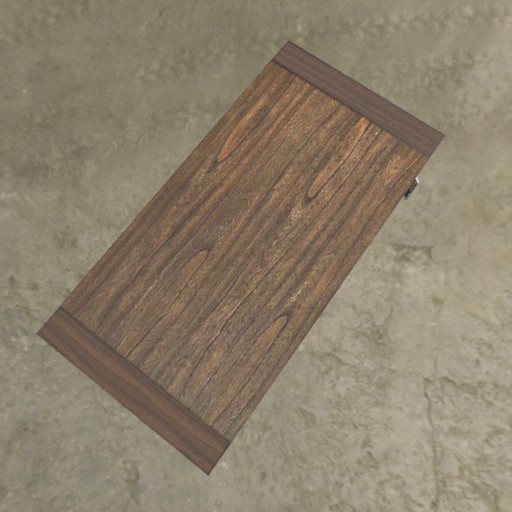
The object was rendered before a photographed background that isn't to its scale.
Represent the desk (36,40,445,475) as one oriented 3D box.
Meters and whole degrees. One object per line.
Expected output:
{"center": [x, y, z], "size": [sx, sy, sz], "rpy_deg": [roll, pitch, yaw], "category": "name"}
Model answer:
{"center": [0.000, 0.000, 1.995], "size": [0.784, 0.725, 1.543], "rpy_deg": [35, 77, 9], "category": "desk"}
